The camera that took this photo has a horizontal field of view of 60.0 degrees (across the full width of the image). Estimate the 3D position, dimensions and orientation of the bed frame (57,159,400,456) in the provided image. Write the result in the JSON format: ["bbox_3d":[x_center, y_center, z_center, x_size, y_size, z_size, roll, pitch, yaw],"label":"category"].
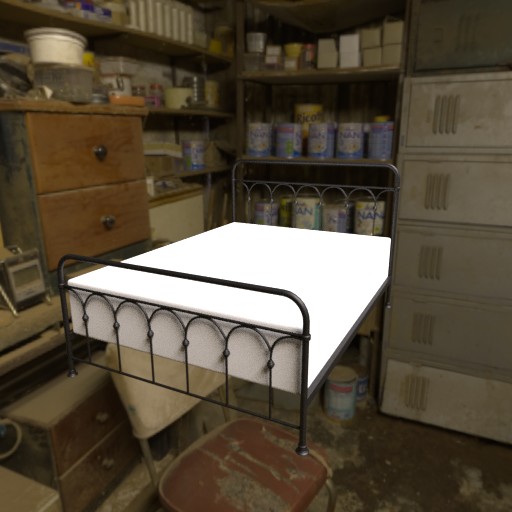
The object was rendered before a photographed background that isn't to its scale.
[{"bbox_3d":[0.000,0.000,3.286,1.664,1.276,2.203,8,17,26],"label":"bed frame"}]
